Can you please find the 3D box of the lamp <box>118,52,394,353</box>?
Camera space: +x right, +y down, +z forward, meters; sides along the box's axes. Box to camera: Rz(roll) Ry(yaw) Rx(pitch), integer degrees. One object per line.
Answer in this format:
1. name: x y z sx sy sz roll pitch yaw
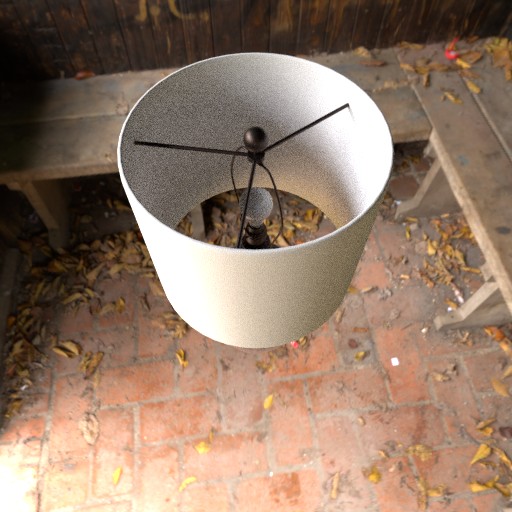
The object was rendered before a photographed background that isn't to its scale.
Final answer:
1. lamp: 0.000 0.000 0.762 0.329 0.570 0.329 -33 64 -18
